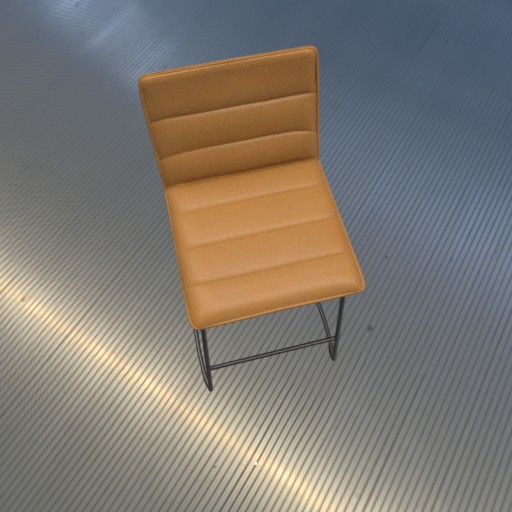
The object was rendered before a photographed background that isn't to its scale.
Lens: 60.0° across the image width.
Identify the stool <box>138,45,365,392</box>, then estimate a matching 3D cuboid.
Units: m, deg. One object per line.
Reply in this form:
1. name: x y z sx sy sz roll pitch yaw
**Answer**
1. stool: 0.000 0.000 1.240 0.489 0.936 0.524 -12 66 -6
